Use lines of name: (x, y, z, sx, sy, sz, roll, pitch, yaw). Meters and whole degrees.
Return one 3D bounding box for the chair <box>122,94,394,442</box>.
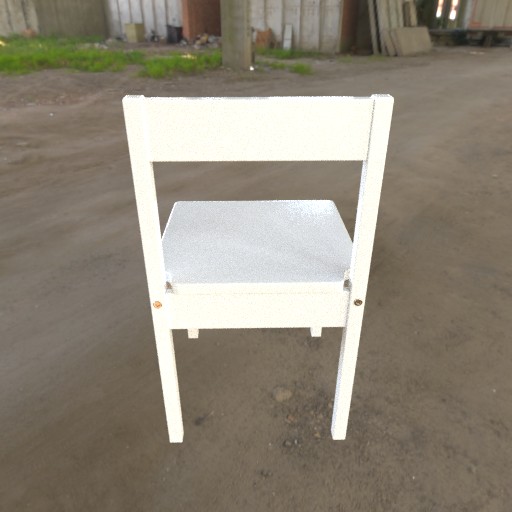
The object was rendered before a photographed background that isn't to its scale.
chair: (0.000, 0.000, 0.894, 0.367, 0.668, 0.361, -1, 29, -1)
